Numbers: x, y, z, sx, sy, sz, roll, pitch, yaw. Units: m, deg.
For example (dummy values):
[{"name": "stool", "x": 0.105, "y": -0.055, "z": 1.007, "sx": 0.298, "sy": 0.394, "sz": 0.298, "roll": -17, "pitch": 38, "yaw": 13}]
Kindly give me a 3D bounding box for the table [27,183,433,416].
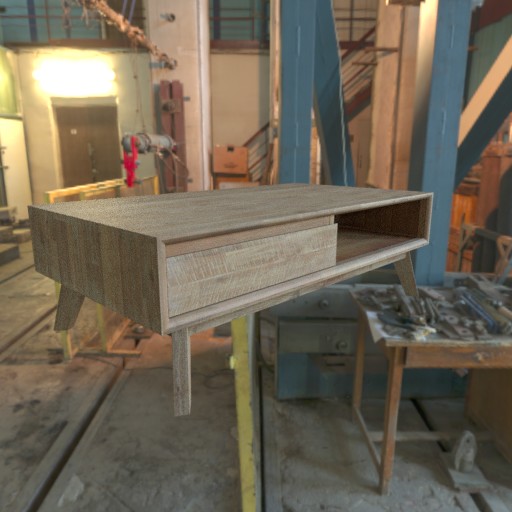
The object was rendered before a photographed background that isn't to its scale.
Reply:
[{"name": "table", "x": 0.000, "y": 0.000, "z": 2.040, "sx": 0.918, "sy": 0.531, "sz": 1.619, "roll": 13, "pitch": 19, "yaw": 43}]
